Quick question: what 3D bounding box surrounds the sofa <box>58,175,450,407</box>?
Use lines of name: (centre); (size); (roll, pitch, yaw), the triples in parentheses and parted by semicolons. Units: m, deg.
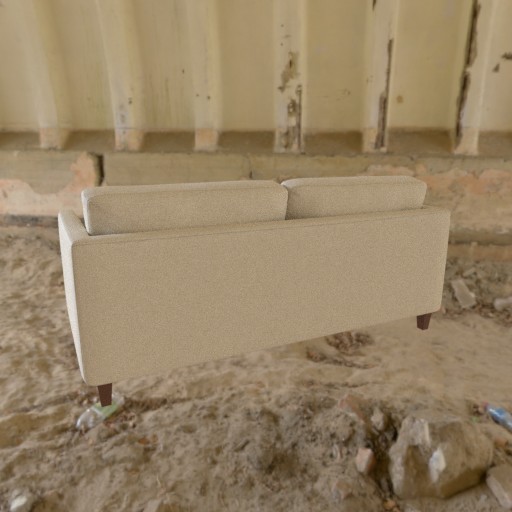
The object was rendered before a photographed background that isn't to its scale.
sofa: (0.000, 0.000, 2.498); (1.981, 0.889, 0.965); (-7, 15, -25)
